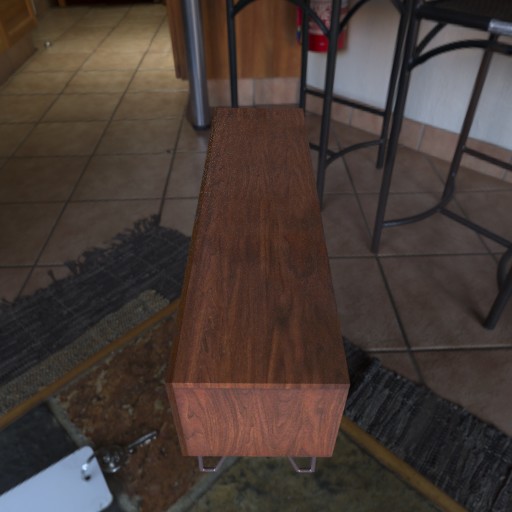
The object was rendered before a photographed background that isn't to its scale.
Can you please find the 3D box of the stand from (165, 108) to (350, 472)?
[{"bbox_3d":[0.000,0.000,1.902,0.481,0.610,1.626,0,42,0],"label":"stand"}]
